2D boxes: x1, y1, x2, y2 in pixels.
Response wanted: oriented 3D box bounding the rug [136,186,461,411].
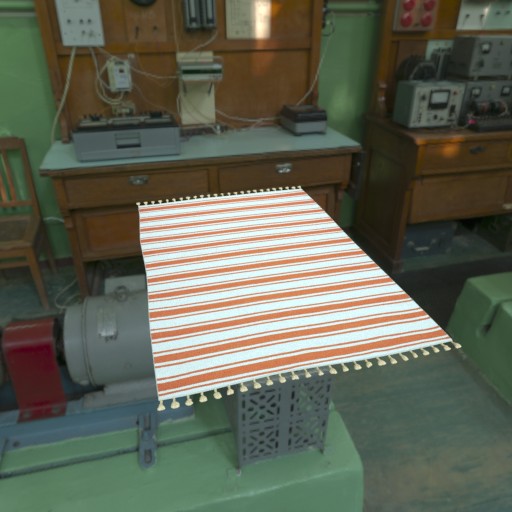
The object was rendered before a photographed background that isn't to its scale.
[{"bbox_3d":[0.000,0.000,3.130,1.556,0.022,2.433,-8,31,-13],"label":"rug"}]
